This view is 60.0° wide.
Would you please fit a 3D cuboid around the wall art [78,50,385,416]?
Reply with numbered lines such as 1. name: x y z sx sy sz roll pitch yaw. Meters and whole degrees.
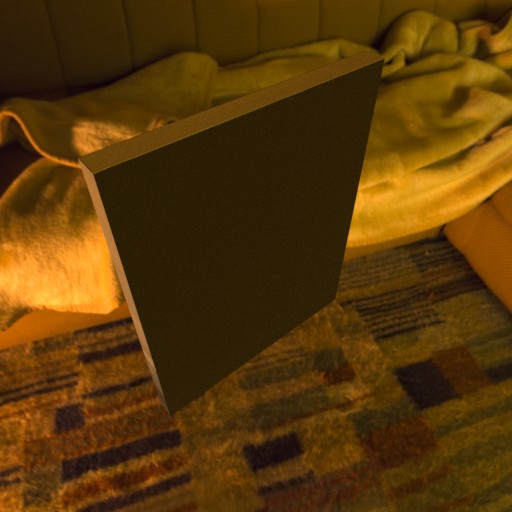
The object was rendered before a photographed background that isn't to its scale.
1. wall art: 0.000 0.000 0.819 0.489 0.608 0.040 -30 53 -26
